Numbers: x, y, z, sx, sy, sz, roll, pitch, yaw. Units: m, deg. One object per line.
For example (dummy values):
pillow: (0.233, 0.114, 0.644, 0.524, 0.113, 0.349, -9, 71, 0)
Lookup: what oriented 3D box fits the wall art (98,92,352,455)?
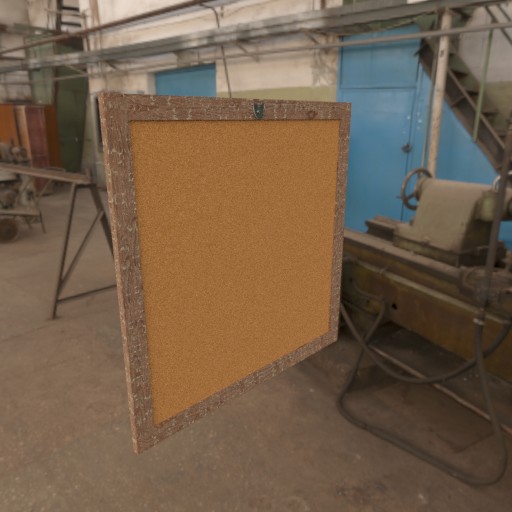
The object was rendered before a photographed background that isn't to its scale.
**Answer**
wall art: (0.000, 0.000, 0.575, 0.384, 0.384, 0.012, -17, 24, -42)
